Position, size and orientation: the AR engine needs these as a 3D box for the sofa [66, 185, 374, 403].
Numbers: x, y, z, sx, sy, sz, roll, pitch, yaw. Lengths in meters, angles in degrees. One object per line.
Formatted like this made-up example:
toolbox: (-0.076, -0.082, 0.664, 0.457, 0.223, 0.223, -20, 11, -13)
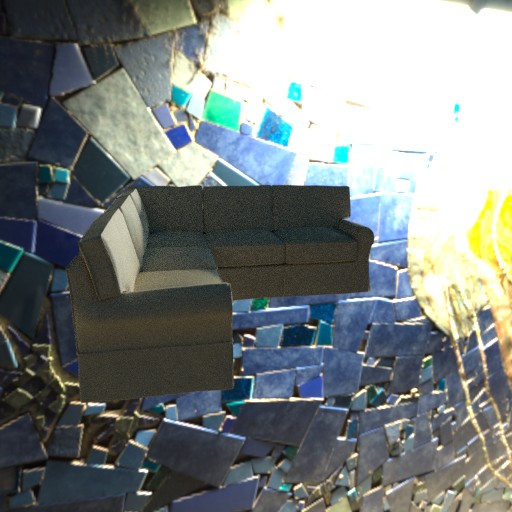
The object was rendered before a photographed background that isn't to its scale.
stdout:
sofa: (0.000, 0.000, 3.933, 2.597, 1.070, 2.591, -3, 15, -10)
